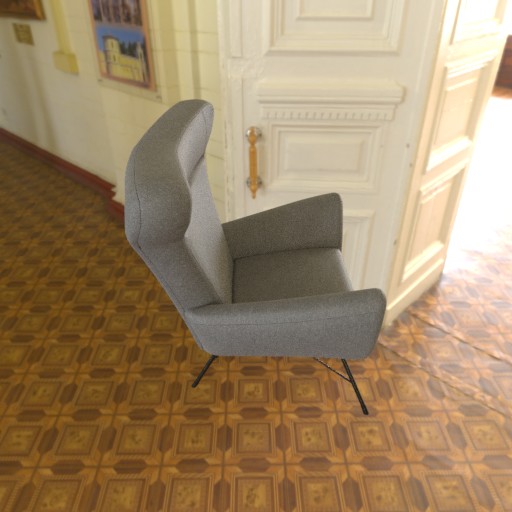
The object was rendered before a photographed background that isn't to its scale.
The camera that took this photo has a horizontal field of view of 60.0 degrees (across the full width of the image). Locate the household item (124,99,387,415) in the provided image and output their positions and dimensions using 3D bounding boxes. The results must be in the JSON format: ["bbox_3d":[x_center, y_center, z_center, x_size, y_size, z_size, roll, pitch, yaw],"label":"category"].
[{"bbox_3d":[0.000,0.000,1.812,0.900,1.050,0.980,-1,33,-1],"label":"household item"}]
